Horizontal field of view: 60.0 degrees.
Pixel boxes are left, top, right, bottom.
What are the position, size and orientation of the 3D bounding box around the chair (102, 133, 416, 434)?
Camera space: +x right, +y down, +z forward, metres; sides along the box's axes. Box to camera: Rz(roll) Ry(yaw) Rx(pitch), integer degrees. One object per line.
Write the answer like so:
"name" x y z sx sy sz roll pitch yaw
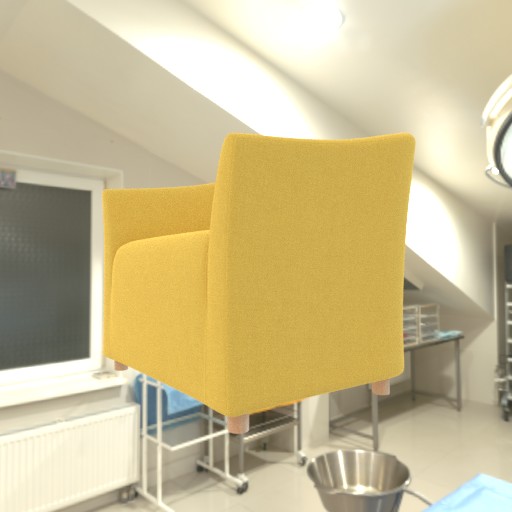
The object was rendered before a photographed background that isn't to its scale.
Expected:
"chair" 0.000 0.000 1.334 0.700 0.720 0.790 1 -2 -36
